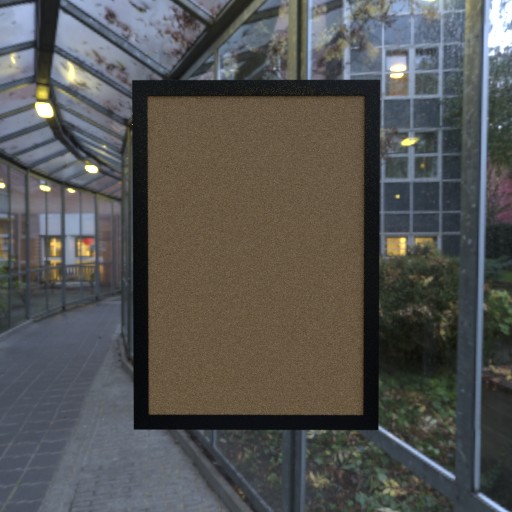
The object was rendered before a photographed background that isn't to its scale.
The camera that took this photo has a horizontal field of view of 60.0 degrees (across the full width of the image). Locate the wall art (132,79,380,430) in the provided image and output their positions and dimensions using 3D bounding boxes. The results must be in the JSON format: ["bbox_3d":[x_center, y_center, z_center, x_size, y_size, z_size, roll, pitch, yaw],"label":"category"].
[{"bbox_3d":[0.000,0.000,0.839,0.462,0.656,0.019,0,1,0],"label":"wall art"}]
